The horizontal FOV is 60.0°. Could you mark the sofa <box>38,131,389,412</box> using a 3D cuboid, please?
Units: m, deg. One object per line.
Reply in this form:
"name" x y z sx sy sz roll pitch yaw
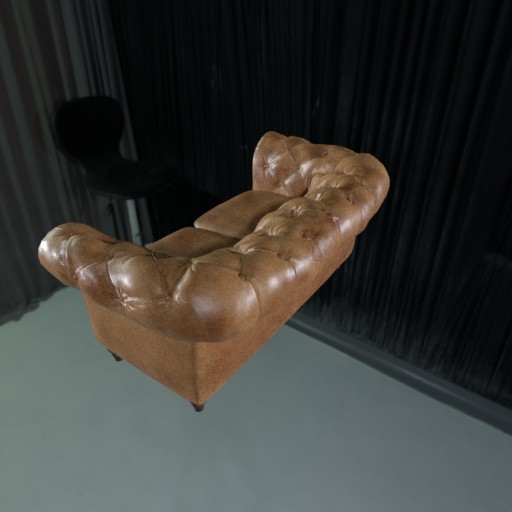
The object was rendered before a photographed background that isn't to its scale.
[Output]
"sofa" 0.000 0.000 2.553 1.042 0.877 1.979 20 38 29
